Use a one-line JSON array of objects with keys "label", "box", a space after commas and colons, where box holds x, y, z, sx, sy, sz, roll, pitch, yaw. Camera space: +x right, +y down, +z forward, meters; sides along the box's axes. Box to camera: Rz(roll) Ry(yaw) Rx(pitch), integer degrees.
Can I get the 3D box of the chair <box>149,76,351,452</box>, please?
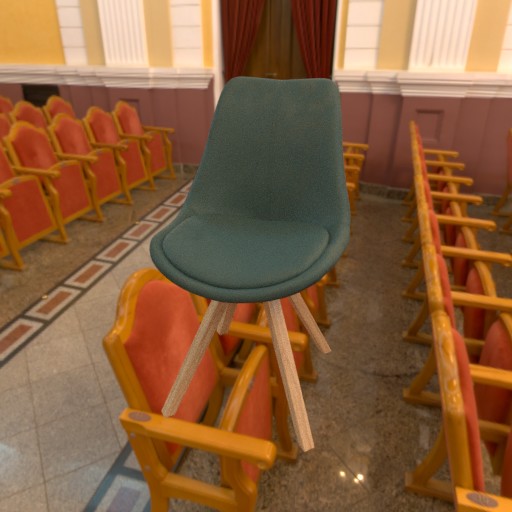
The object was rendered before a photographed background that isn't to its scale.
[{"label": "chair", "box": [0.000, 0.000, 1.203, 0.483, 0.865, 0.547, 7, 27, 15]}]
